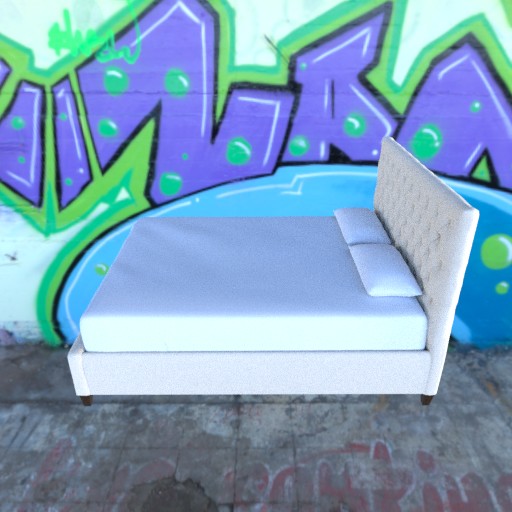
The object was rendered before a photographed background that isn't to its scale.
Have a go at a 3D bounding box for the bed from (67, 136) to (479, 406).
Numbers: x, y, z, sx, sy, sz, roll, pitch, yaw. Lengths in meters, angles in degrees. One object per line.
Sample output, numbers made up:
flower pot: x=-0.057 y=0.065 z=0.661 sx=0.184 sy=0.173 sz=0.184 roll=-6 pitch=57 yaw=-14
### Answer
bed: x=0.000 y=0.000 z=3.376 sx=2.387 sy=1.427 sz=1.698 roll=0 pitch=28 yaw=0
